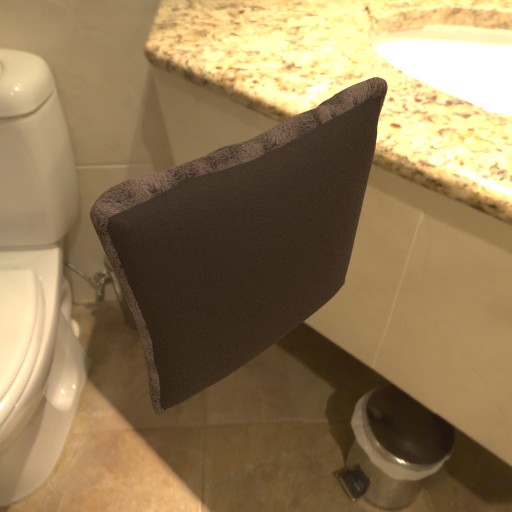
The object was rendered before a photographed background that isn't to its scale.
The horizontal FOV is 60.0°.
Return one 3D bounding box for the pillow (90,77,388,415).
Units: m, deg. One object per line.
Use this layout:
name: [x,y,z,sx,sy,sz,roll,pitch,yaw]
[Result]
pillow: [0.000,0.000,0.791,0.522,0.520,0.204,-31,53,-27]
